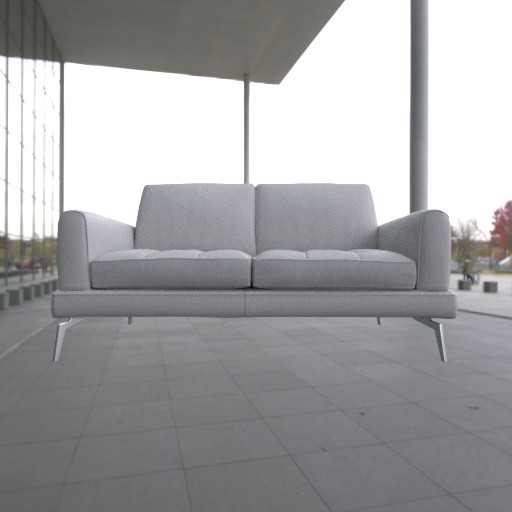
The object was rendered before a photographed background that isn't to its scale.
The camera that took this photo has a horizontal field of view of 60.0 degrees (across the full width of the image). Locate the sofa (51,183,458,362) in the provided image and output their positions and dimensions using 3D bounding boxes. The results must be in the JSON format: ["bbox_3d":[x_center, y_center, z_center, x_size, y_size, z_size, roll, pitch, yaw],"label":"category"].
[{"bbox_3d":[0.000,0.000,2.468,1.819,0.930,1.121,0,-1,1],"label":"sofa"}]
